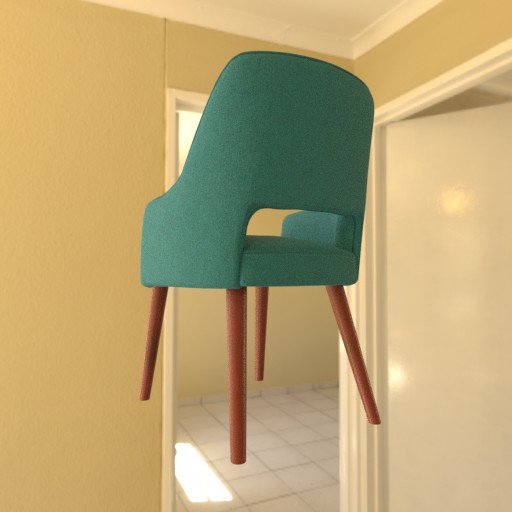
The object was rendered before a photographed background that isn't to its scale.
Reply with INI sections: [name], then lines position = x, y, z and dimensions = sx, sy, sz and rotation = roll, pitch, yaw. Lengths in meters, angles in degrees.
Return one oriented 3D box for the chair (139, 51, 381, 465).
[chair]
position = 0.000, 0.000, 1.216
dimensions = 0.548, 0.849, 0.605
rotation = 1, -2, -34
